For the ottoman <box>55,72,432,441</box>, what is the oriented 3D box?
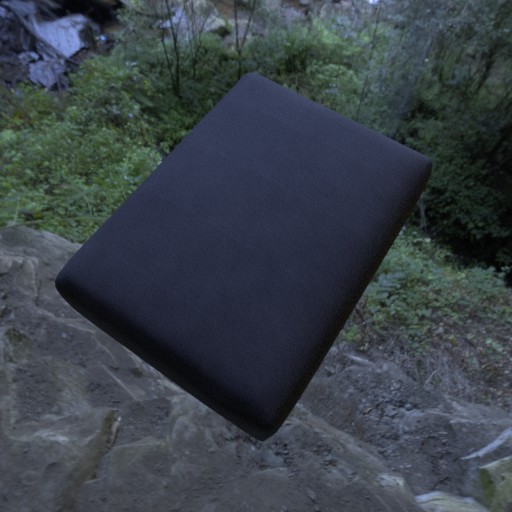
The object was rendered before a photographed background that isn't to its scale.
[{"bbox_3d":[0.000,0.000,1.177,0.574,0.497,0.773,31,68,14],"label":"ottoman"}]
